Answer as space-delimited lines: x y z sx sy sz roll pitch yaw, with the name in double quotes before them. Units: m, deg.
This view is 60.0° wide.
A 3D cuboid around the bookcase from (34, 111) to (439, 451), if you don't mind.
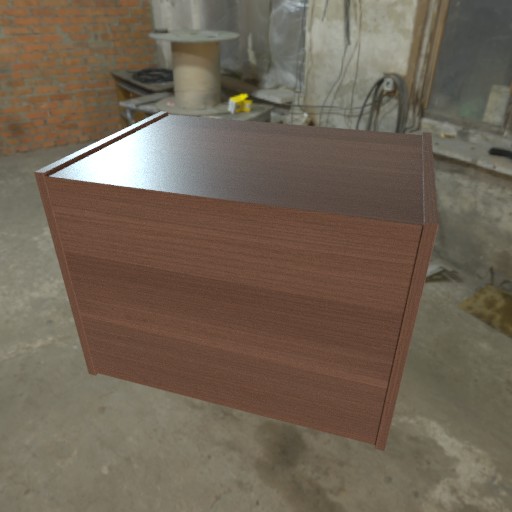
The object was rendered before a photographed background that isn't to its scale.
"bookcase" 0.000 0.000 0.625 0.415 0.305 0.290 9 32 15
